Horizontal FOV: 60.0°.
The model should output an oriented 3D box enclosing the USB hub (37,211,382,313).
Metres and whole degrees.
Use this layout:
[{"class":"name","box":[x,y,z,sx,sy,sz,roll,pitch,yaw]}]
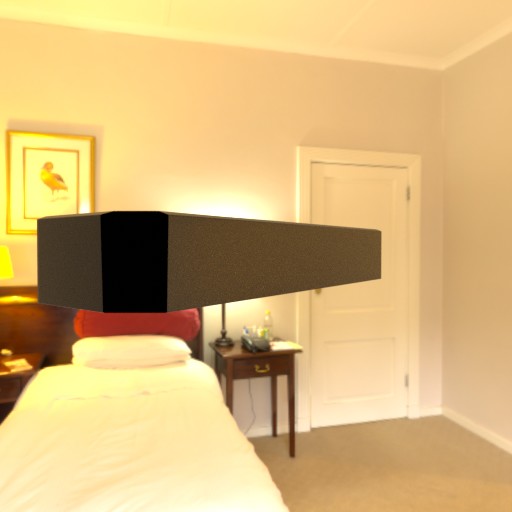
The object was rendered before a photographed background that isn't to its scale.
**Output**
[{"class":"USB hub","box":[0.000,0.000,0.164,0.044,0.023,0.145,1,1,36]}]
